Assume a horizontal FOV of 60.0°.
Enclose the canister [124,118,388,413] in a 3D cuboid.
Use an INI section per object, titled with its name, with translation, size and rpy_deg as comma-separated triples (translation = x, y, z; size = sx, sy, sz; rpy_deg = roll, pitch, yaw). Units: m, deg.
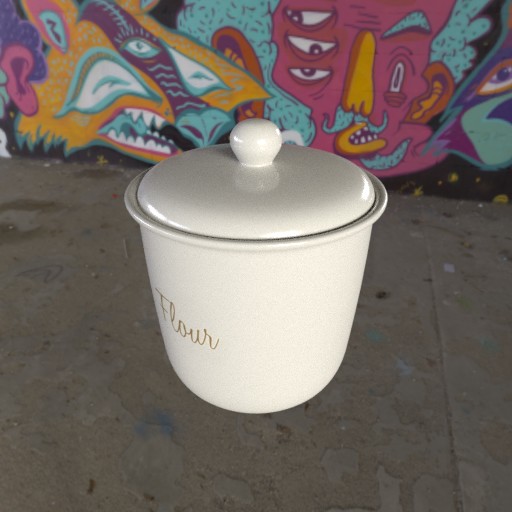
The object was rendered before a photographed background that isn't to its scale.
[canister]
translation = 0.000, 0.000, 0.345
size = 0.182, 0.208, 0.182
rpy_deg = 0, 30, 0
